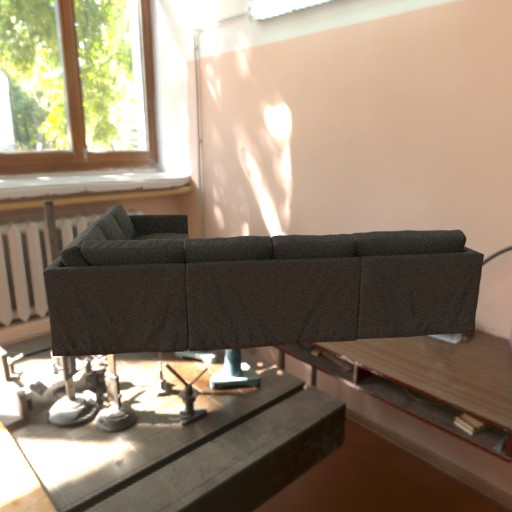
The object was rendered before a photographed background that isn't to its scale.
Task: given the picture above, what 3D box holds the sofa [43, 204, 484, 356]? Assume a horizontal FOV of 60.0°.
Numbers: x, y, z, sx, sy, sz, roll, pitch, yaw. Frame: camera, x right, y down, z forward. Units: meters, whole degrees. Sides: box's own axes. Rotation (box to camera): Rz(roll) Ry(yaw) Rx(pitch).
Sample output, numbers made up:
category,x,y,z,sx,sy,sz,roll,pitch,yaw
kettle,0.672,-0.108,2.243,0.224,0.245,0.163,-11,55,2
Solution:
category,x,y,z,sx,sy,sz,roll,pitch,yaw
sofa,0.000,0.000,4.635,3.528,0.878,2.476,-2,15,-8
